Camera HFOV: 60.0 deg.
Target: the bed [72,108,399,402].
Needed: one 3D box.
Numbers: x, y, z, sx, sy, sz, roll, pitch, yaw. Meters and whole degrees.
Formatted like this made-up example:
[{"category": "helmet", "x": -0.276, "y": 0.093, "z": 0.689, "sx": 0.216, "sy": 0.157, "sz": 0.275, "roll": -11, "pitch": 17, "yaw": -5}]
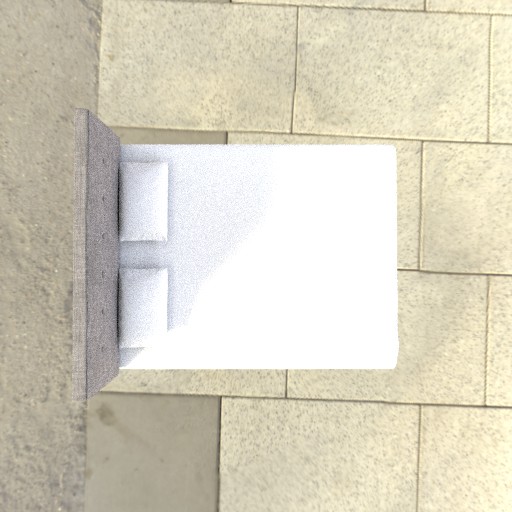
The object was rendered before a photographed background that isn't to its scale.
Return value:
[{"category": "bed", "x": 0.000, "y": 0.000, "z": 2.954, "sx": 1.958, "sy": 1.168, "sz": 1.621, "roll": 0, "pitch": 89, "yaw": 0}]
